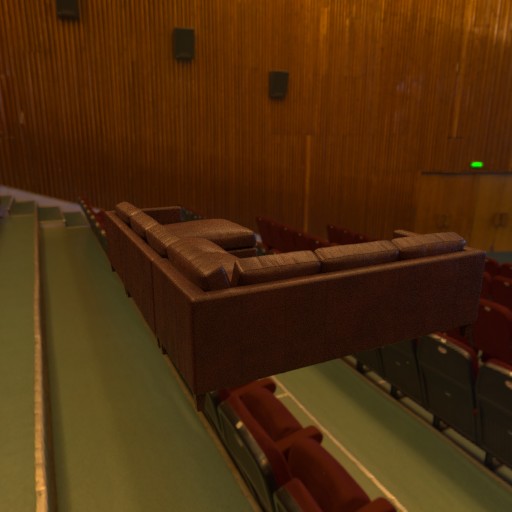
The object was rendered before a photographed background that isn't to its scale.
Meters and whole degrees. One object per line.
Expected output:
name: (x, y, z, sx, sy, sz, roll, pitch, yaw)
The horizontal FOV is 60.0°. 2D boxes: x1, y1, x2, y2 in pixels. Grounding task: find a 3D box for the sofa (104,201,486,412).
sofa: (0.000, 0.000, 4.497, 2.452, 0.891, 3.324, -7, 17, -25)
